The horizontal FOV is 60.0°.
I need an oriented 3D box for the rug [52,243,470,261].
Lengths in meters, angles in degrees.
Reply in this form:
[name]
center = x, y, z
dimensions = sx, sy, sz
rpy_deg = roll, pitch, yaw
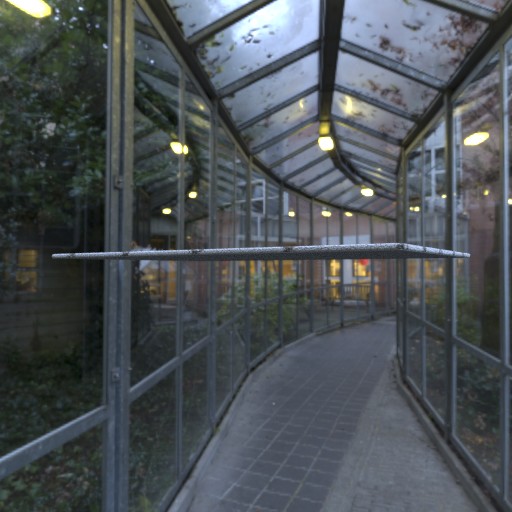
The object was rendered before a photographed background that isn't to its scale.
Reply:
[rug]
center = 0.000, 0.000, 3.032
dimensions = 2.438, 0.030, 1.524
rpy_deg = -1, -2, 35
